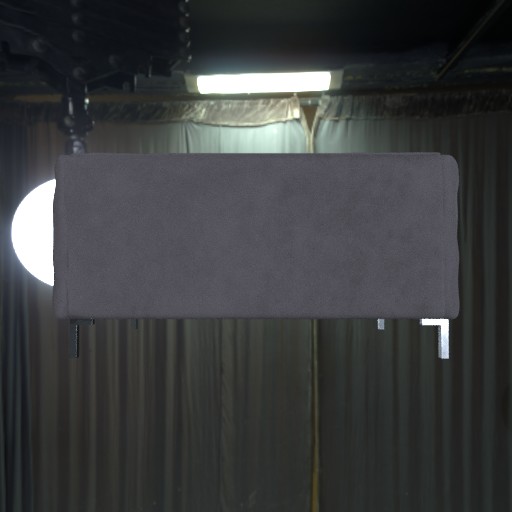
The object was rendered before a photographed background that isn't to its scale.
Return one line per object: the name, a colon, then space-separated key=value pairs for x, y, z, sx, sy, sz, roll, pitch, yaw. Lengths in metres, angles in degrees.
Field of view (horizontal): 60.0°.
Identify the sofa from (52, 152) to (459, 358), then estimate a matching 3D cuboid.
sofa: x=0.000 y=0.000 z=2.128 sx=1.583 sy=0.810 sz=0.909 roll=0 pitch=-1 yaw=0
